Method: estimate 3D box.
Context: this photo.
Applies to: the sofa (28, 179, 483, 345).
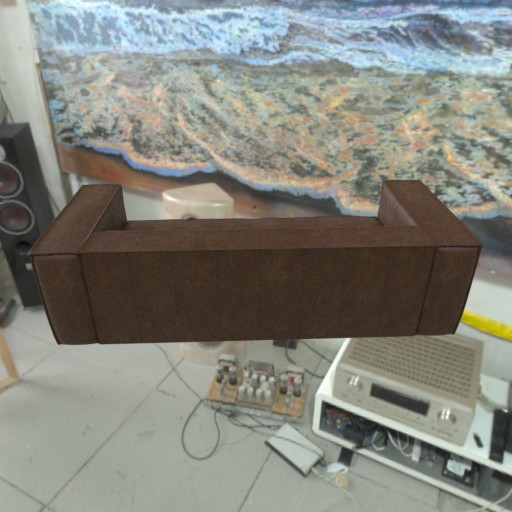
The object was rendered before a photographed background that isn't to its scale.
[{"bbox_3d":[0.000,0.000,3.056,2.581,0.701,1.102,-1,30,-2],"label":"sofa"}]
